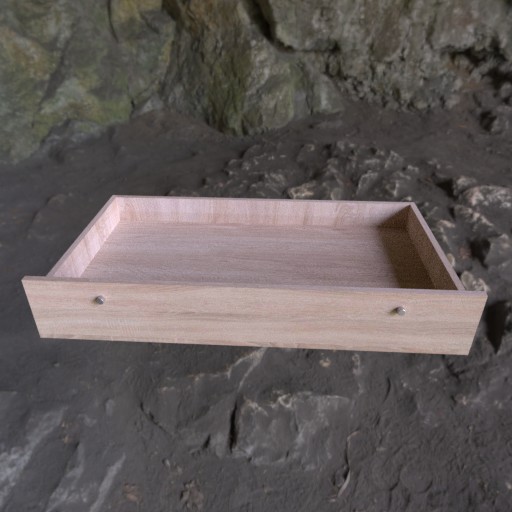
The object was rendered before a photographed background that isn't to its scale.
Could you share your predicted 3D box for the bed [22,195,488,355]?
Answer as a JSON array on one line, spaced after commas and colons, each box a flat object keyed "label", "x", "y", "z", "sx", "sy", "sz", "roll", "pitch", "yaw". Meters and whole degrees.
[{"label": "bed", "x": 0.000, "y": 0.000, "z": 1.472, "sx": 1.200, "sy": 0.209, "sz": 0.685, "roll": 2, "pitch": 31, "yaw": 3}]
